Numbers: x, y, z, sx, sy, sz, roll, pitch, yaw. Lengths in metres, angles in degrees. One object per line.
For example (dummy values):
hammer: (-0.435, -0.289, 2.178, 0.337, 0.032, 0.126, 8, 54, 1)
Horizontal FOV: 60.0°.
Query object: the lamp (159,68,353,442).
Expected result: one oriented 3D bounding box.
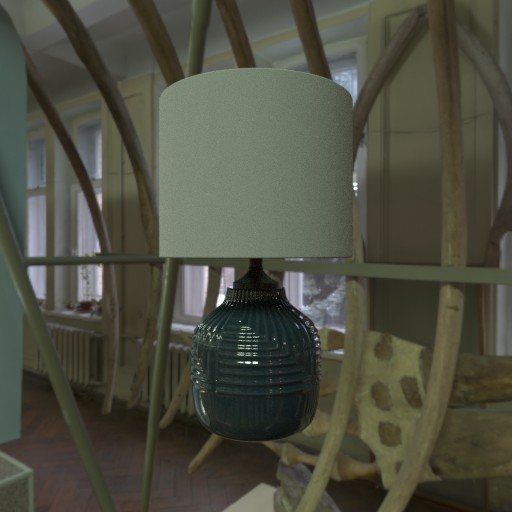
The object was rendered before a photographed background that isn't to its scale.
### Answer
lamp: (0.000, 0.000, 0.745, 0.318, 0.567, 0.318, 0, 0, 0)
